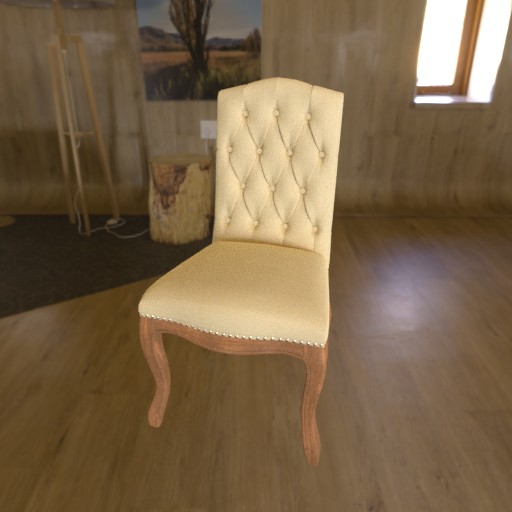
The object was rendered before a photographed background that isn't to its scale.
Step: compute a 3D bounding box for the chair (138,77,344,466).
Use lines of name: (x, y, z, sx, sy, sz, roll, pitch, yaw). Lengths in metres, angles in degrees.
chair: (0.000, 0.000, 1.590, 0.623, 1.165, 0.715, 7, 25, 15)
